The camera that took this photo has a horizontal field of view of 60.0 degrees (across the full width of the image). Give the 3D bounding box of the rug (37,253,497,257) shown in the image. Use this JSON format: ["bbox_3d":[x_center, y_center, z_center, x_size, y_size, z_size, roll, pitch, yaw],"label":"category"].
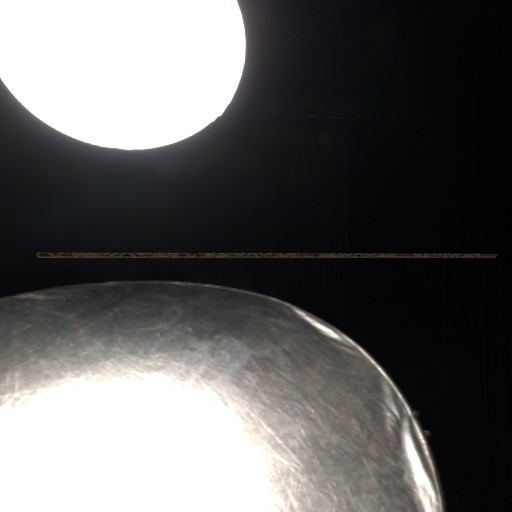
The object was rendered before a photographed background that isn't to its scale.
[{"bbox_3d":[0.000,0.000,2.816,2.297,0.018,1.541,0,0,-18],"label":"rug"}]
